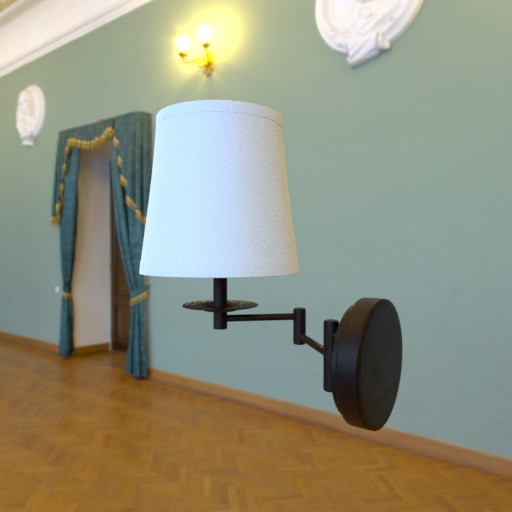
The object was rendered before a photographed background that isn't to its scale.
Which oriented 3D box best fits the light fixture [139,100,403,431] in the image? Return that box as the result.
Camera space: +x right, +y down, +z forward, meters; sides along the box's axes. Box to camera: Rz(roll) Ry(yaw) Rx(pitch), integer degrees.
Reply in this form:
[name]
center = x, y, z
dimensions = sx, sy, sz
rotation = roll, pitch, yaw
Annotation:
[light fixture]
center = 0.000, 0.000, 0.267
dimensions = 0.157, 0.172, 0.100
rotation = 1, 2, 35
